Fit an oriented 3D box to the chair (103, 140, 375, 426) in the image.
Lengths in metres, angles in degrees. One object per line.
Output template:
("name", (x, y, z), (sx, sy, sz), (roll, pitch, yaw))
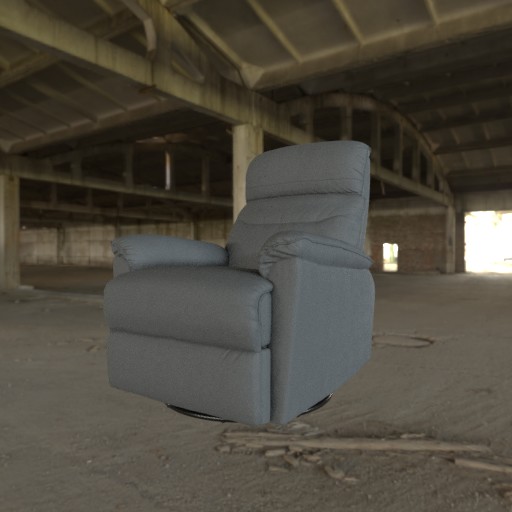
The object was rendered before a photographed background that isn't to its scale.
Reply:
("chair", (0.000, 0.000, 1.745), (0.820, 1.037, 1.004), (1, 1, 35))
